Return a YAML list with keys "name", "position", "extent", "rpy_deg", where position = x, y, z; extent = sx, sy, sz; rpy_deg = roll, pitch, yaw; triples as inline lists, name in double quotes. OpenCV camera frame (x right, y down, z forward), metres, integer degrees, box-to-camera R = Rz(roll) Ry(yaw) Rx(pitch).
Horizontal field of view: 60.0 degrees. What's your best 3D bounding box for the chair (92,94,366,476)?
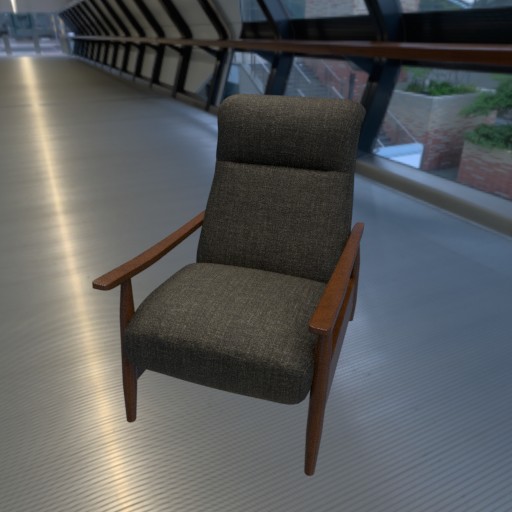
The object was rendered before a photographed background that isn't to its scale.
- name: "chair"
  position: [0.000, 0.000, 1.750]
  extent: [0.762, 1.082, 1.014]
  rpy_deg: [9, 29, 17]
